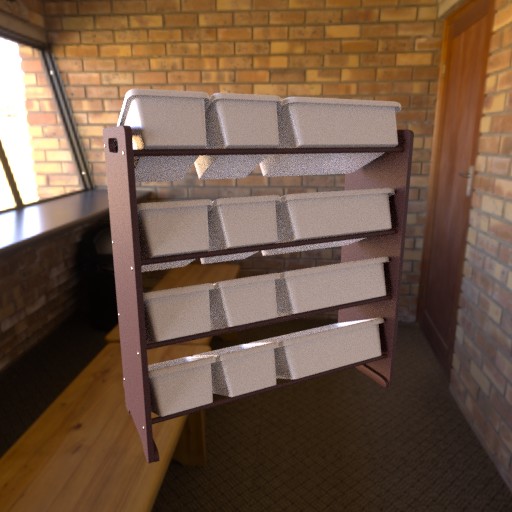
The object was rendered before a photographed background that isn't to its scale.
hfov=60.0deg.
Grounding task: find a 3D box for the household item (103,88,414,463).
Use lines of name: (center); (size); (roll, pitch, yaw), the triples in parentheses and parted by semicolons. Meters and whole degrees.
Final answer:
household item: (0.000, 0.000, 1.305); (0.787, 0.864, 0.389); (-7, 16, -26)
